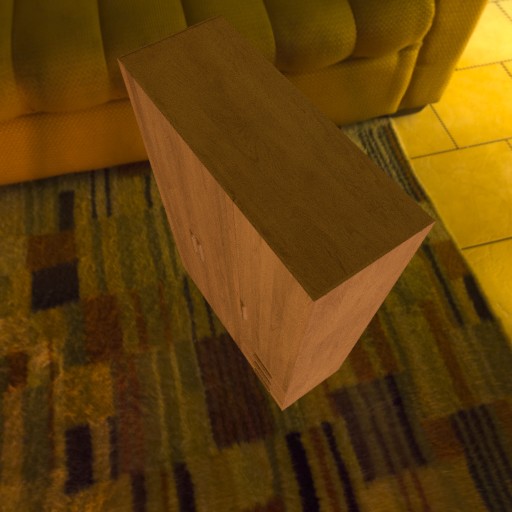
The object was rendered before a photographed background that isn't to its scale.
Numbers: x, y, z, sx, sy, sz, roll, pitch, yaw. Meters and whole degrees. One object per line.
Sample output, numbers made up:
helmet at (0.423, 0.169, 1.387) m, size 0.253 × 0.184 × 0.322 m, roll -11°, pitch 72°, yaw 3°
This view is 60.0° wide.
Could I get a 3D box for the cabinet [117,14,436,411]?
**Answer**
cabinet at (0.000, 0.000, 2.440) m, size 0.510 × 1.910 × 1.290 m, roll -31°, pitch 66°, yaw -16°
